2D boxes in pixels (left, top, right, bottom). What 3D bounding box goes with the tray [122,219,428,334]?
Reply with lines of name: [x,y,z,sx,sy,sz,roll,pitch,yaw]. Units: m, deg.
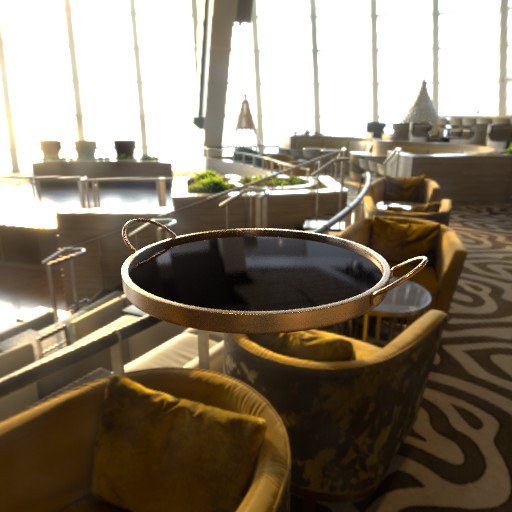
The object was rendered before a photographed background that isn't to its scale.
tray: [0.000,0.000,0.750,0.543,0.069,0.438,9,20,27]
